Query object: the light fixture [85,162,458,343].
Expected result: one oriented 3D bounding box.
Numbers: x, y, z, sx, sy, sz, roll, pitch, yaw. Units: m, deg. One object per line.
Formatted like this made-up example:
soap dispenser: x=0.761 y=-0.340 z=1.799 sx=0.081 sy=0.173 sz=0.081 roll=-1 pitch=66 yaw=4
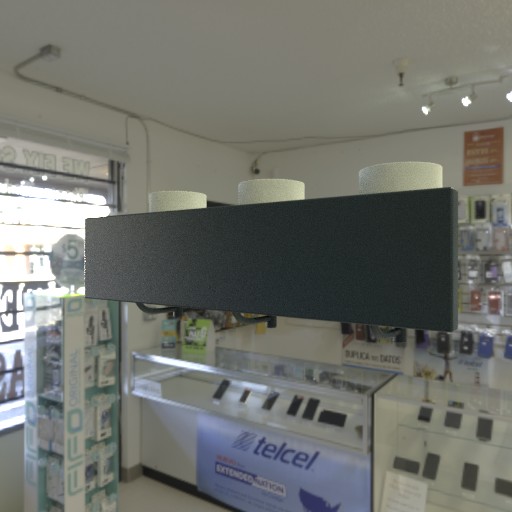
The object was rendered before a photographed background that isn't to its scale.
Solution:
light fixture: x=0.000 y=0.000 z=0.508 sx=0.451 sy=0.172 sz=0.145 roll=0 pitch=0 yaw=36
